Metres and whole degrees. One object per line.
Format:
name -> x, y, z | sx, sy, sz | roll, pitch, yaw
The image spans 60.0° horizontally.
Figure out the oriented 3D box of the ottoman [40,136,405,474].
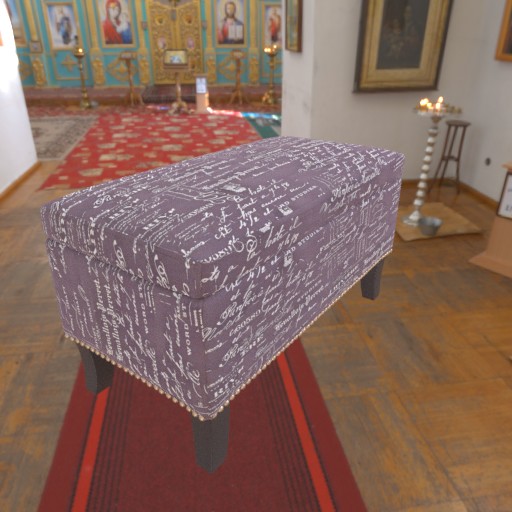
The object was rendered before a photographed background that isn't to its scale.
ottoman -> 0.000, 0.000, 1.061 | 0.406, 0.457, 0.813 | 18, 31, 32
